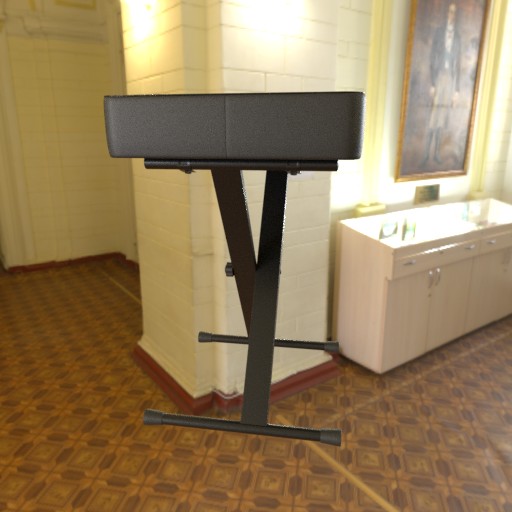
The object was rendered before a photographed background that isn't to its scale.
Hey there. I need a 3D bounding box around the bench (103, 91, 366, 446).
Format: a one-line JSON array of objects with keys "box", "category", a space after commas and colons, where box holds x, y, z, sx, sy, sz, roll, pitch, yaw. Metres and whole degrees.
[{"box": [0.000, 0.000, 0.776, 0.321, 0.500, 0.424, 3, 15, 9], "category": "bench"}]
